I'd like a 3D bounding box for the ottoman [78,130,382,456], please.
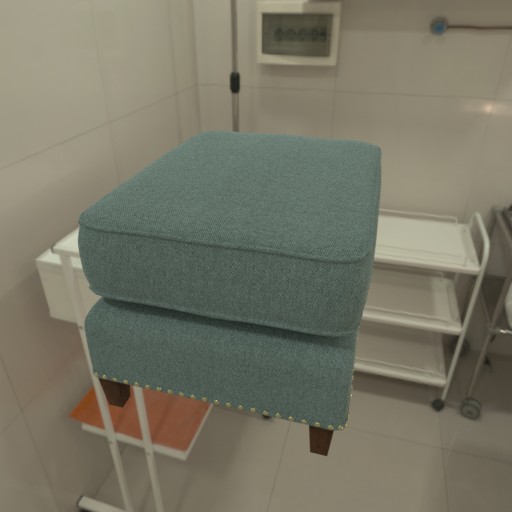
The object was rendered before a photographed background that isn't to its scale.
[{"bbox_3d":[0.000,0.000,1.169,0.589,0.537,0.738,8,31,13],"label":"ottoman"}]
